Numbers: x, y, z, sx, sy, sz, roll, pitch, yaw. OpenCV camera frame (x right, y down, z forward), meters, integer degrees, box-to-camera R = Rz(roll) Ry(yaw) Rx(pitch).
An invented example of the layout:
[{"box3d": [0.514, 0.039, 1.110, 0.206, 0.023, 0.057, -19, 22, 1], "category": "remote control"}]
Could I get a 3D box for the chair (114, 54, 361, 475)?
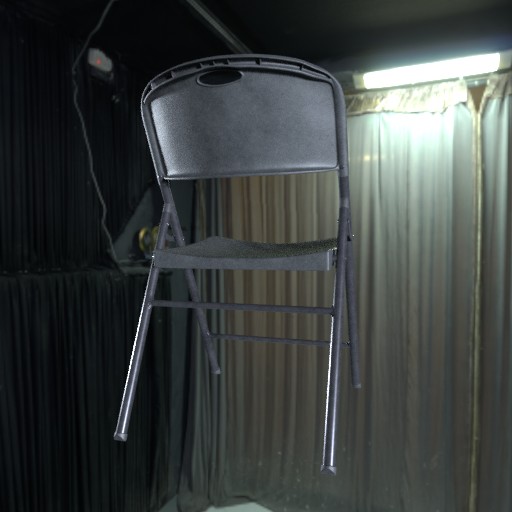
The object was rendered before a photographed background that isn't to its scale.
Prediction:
[{"box3d": [0.000, 0.000, 1.150, 0.494, 0.810, 0.566, 1, 2, 18], "category": "chair"}]
